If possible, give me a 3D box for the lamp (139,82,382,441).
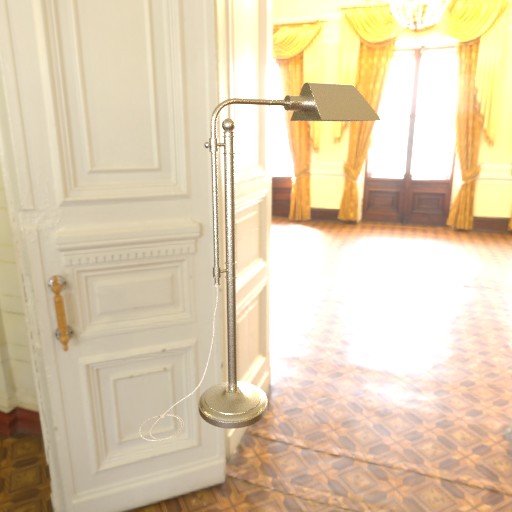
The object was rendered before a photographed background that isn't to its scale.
[{"bbox_3d":[0.000,0.000,0.952,0.546,0.708,0.159,-8,18,-25],"label":"lamp"}]
